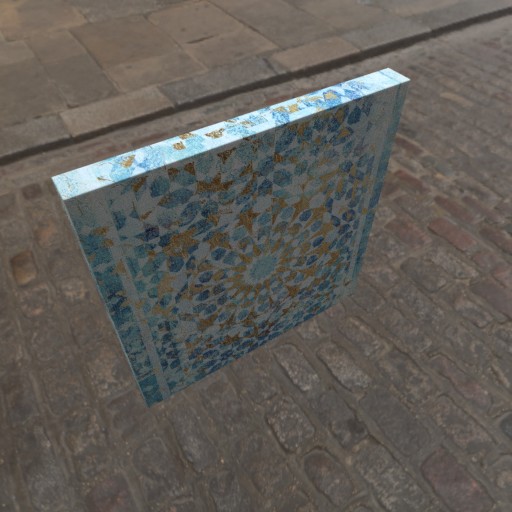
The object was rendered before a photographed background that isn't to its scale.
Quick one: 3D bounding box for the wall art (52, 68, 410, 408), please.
[{"bbox_3d":[0.000,0.000,0.602,0.405,0.405,0.037,-25,52,-21],"label":"wall art"}]
